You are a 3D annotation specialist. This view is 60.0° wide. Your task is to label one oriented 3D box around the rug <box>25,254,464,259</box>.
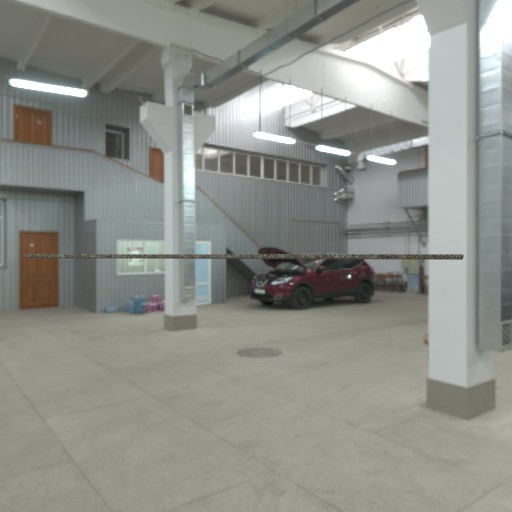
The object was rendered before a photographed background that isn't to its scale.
[{"bbox_3d":[0.000,0.000,3.426,2.699,0.026,1.802,0,0,18],"label":"rug"}]
